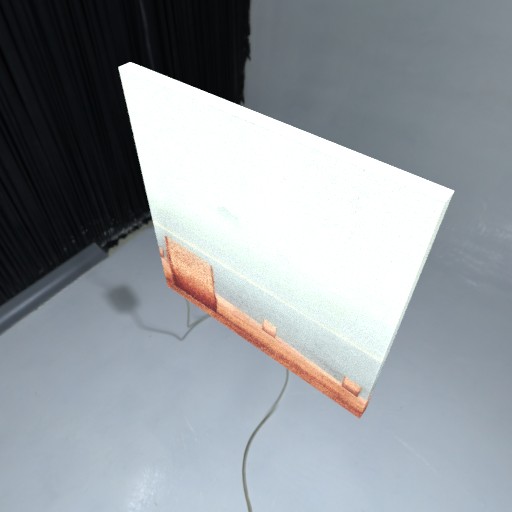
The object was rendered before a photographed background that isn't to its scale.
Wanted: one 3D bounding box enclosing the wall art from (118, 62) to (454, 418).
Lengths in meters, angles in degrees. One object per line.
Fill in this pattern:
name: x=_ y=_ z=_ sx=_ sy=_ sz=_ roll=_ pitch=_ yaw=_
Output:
wall art: x=0.000 y=0.000 z=1.114 sx=0.760 sy=0.760 sz=0.042 roll=30 pitch=53 yaw=26
